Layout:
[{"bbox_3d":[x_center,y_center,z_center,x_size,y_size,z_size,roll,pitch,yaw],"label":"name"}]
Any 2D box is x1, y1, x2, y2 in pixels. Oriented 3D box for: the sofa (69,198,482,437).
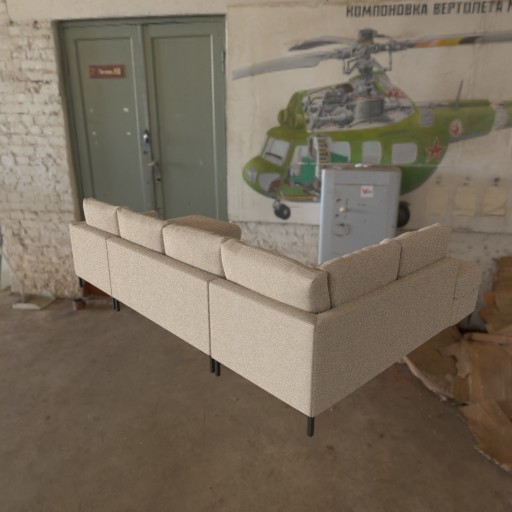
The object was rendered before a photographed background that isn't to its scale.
[{"bbox_3d":[0.000,0.000,3.752,1.989,0.862,2.984,-16,23,-41],"label":"sofa"}]
